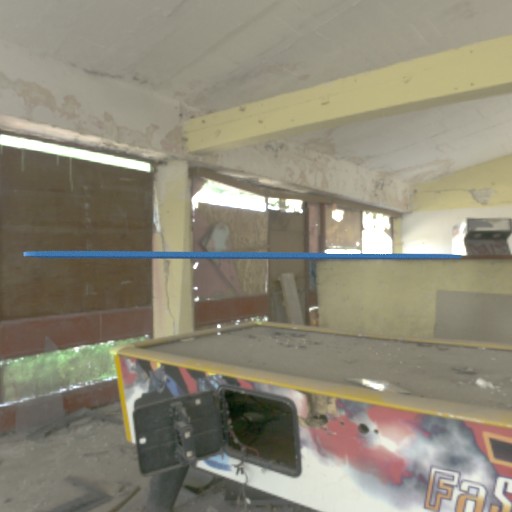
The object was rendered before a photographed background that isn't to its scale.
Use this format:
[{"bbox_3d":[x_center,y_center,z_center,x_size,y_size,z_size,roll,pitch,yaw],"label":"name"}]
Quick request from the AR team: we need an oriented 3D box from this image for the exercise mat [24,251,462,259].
[{"bbox_3d":[0.000,0.000,2.065,1.869,0.021,0.616,0,-1,-17],"label":"exercise mat"}]
